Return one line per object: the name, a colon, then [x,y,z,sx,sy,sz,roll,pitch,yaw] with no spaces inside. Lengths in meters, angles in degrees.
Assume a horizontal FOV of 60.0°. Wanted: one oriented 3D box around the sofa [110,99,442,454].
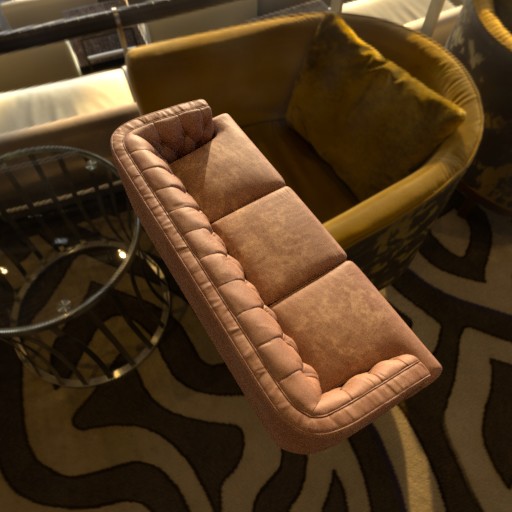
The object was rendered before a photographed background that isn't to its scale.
sofa: [0.000,0.000,2.678,0.922,0.791,2.257,-29,64,-15]
